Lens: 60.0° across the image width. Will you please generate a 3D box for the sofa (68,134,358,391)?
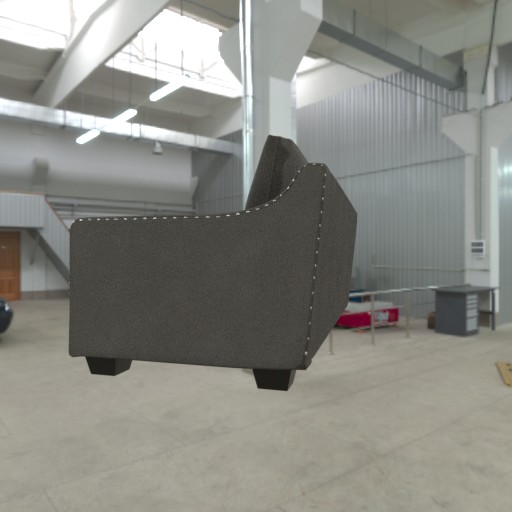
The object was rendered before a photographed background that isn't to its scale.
[{"bbox_3d":[0.000,0.000,3.270,1.336,1.196,2.550,0,0,16],"label":"sofa"}]
